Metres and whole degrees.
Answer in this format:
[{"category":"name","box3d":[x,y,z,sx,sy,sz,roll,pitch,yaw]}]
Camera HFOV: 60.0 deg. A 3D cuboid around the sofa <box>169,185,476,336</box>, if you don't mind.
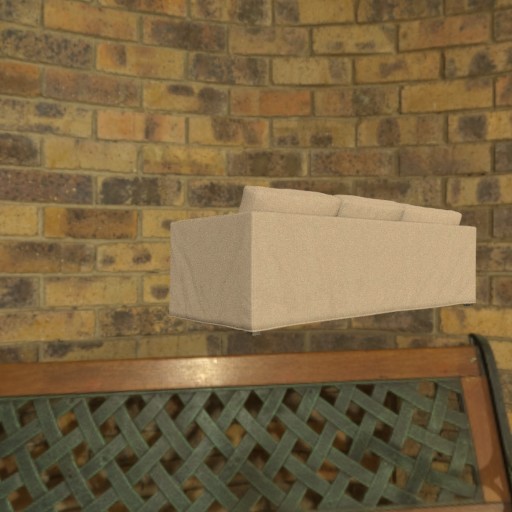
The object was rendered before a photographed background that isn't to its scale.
[{"category":"sofa","box3d":[0.000,0.000,4.383,2.432,0.871,3.182,0,0,-37]}]
